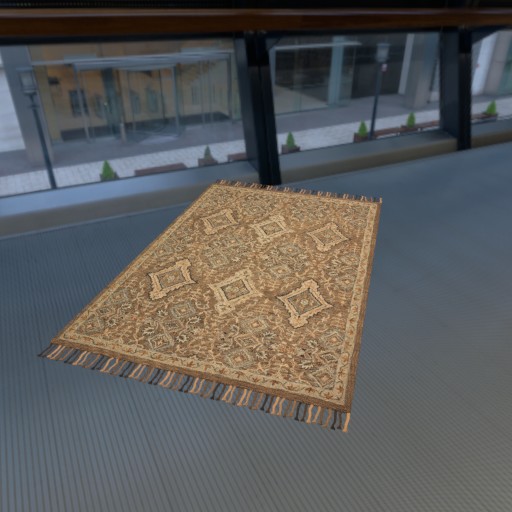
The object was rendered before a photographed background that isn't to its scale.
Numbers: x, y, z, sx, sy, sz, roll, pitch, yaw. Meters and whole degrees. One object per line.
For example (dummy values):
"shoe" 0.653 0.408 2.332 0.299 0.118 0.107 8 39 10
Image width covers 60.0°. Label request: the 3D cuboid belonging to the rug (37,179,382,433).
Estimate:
"rug" 0.000 0.000 2.979 1.516 0.010 2.434 9 32 14
